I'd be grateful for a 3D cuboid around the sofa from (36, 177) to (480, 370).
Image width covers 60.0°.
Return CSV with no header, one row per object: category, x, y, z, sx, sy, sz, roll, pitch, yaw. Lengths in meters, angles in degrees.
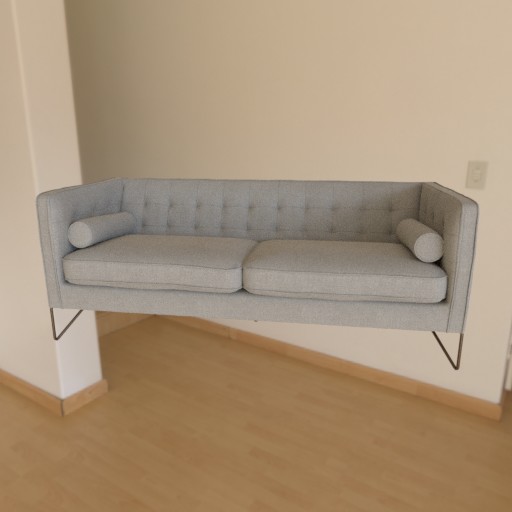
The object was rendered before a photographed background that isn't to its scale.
sofa,0.000,0.000,2.524,2.079,0.798,0.912,2,15,9
